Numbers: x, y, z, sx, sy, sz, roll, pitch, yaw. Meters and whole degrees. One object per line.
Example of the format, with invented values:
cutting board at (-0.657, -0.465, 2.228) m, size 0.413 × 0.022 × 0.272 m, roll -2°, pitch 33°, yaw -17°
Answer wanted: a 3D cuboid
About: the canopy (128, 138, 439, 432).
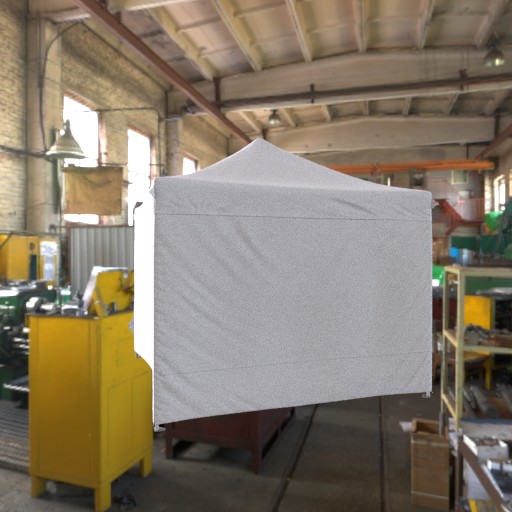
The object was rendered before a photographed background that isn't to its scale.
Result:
canopy at (0.000, 0.000, 5.688) m, size 3.043 × 2.997 × 3.121 m, roll 0°, pitch 1°, yaw -18°
